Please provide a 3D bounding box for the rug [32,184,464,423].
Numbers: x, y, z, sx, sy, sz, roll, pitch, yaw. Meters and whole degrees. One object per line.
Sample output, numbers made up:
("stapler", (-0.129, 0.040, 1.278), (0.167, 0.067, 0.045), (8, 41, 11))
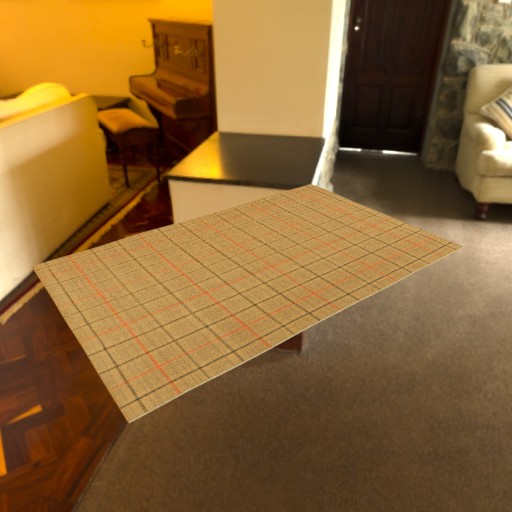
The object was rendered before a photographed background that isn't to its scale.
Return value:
("rug", (0.000, 0.000, 2.943), (2.439, 0.015, 1.524), (-21, 36, -32))
